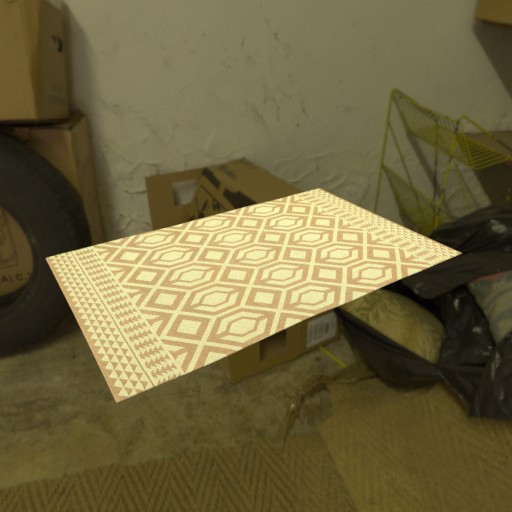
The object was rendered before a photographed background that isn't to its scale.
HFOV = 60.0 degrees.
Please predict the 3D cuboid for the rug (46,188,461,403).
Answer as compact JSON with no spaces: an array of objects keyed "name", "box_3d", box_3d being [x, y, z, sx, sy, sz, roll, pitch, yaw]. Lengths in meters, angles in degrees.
[{"name":"rug","box_3d":[0.000,0.000,3.052,2.435,0.011,1.526,-18,34,-29]}]
